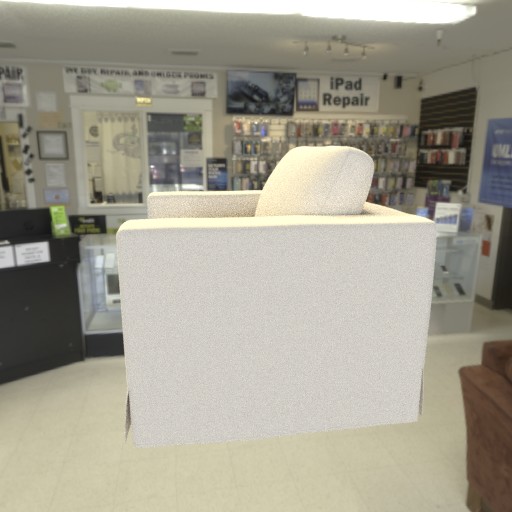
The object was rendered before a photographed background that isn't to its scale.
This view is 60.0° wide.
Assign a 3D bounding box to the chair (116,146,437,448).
[{"bbox_3d":[0.000,0.000,1.819,0.957,0.878,1.150,-2,13,-8],"label":"chair"}]
